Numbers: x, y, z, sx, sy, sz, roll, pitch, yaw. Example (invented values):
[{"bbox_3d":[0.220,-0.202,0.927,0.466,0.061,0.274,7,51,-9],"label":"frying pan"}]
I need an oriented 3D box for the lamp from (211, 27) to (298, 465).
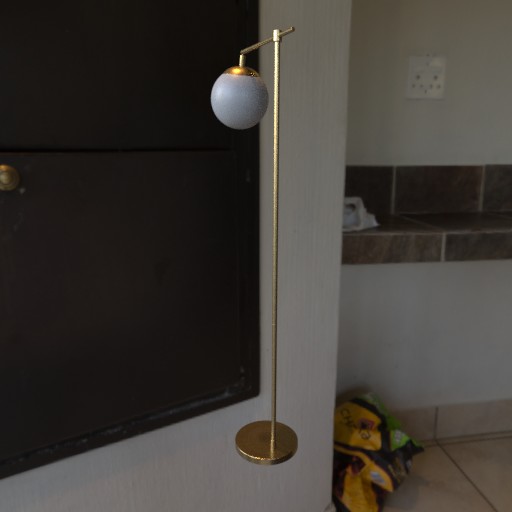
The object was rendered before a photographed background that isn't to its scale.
[{"bbox_3d":[0.000,0.000,1.681,0.249,1.505,0.476,-7,14,-27],"label":"lamp"}]
